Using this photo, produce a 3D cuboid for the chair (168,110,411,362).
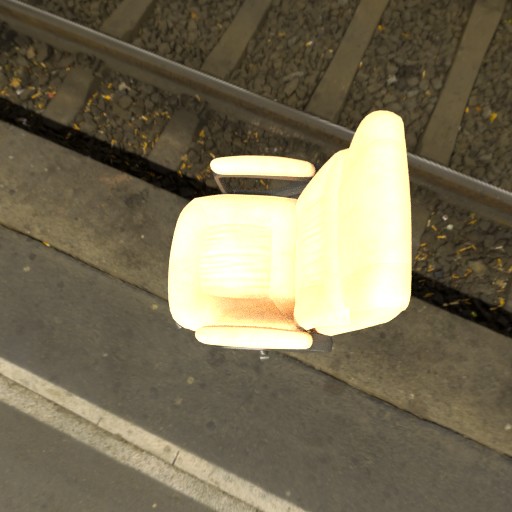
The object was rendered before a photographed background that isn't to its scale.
[{"bbox_3d":[0.000,0.000,1.522,0.724,1.105,0.667,3,74,1],"label":"chair"}]
